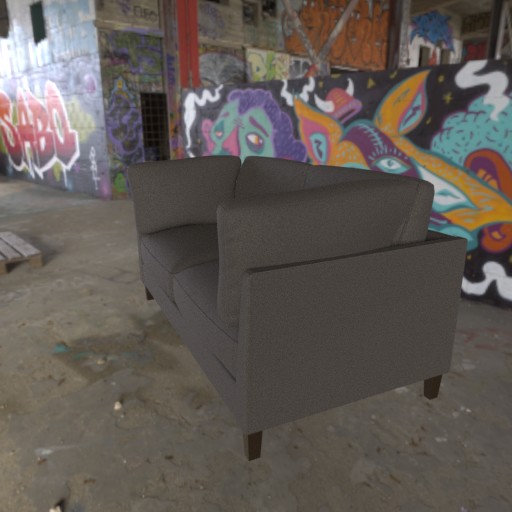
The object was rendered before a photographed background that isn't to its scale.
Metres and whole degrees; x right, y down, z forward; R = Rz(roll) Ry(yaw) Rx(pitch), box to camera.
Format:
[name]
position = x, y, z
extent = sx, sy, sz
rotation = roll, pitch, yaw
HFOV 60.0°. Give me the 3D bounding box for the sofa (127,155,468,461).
[sofa]
position = 0.000, 0.000, 2.267
extent = 0.969, 0.920, 1.751
rotation = -8, 18, -24
